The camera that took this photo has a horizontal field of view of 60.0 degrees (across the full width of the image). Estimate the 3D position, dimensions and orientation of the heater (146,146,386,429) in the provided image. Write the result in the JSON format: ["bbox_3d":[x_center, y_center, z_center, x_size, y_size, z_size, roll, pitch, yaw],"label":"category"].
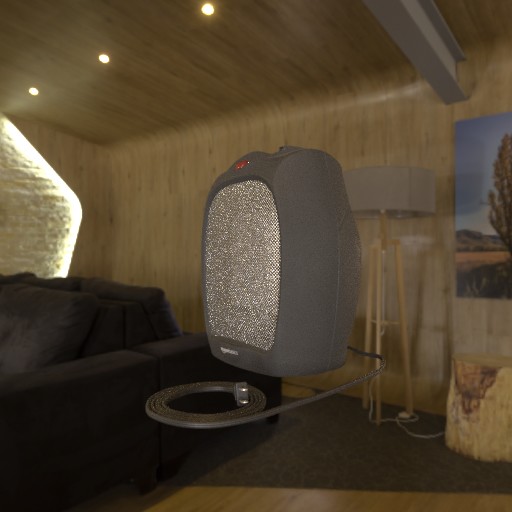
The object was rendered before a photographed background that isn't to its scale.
[{"bbox_3d":[0.000,0.000,0.465,0.291,0.240,0.239,0,0,-36],"label":"heater"}]
